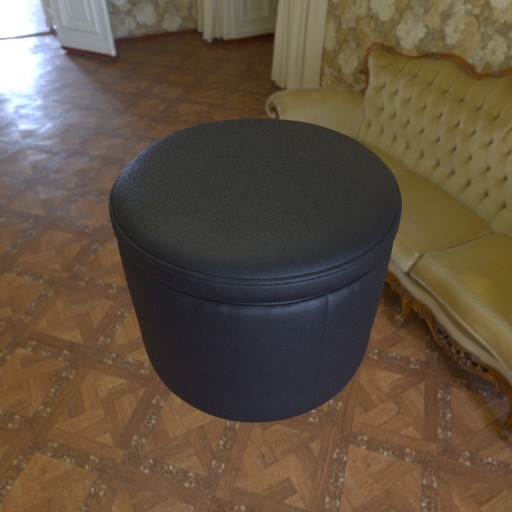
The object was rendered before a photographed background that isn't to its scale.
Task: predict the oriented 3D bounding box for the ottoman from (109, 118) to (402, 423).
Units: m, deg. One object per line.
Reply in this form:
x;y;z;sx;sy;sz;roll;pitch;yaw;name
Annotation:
0.000;0.000;0.882;0.501;0.409;0.501;0;41;0;ottoman
